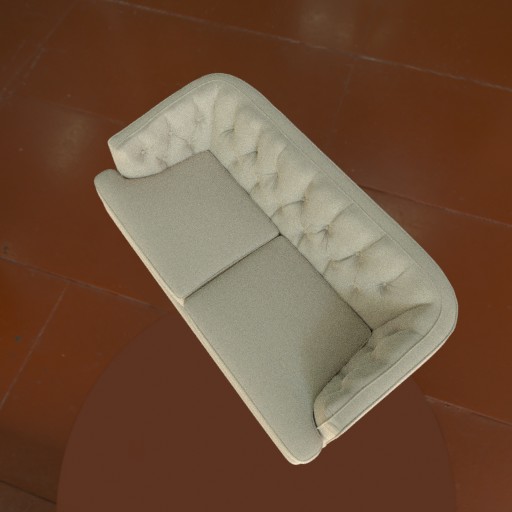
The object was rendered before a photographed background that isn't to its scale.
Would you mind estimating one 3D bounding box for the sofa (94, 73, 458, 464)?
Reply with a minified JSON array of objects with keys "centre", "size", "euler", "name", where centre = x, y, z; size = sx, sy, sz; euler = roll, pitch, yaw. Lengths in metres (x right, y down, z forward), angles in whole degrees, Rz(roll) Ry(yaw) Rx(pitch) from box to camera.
[{"centre":[0.000,0.000,2.217],"size":[0.941,0.855,1.733],"euler":[-34,69,-16],"name":"sofa"}]
